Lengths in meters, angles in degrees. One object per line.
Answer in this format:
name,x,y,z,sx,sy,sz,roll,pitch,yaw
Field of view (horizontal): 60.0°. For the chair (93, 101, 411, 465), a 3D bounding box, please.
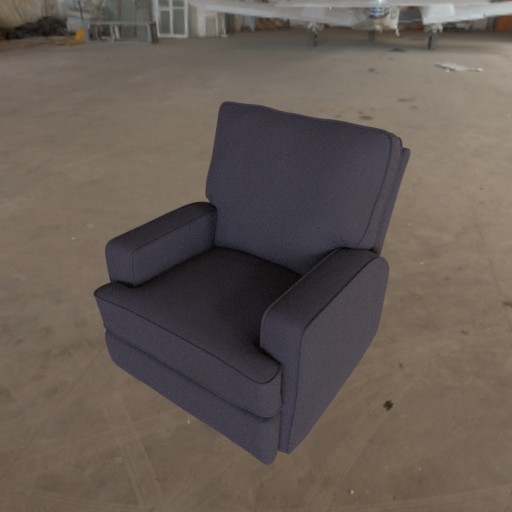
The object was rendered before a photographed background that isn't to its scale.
chair,0.000,0.000,1.679,0.861,0.962,0.964,20,37,30
